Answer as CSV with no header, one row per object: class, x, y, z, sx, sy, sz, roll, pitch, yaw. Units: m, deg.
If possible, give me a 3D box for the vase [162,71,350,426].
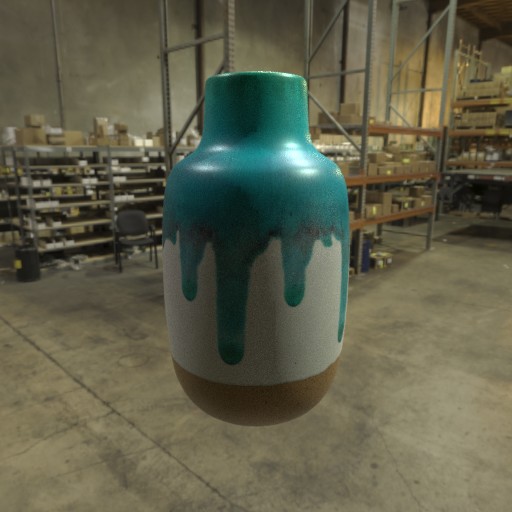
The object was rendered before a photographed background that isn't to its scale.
vase,0.000,0.000,0.256,0.106,0.192,0.106,0,14,0
